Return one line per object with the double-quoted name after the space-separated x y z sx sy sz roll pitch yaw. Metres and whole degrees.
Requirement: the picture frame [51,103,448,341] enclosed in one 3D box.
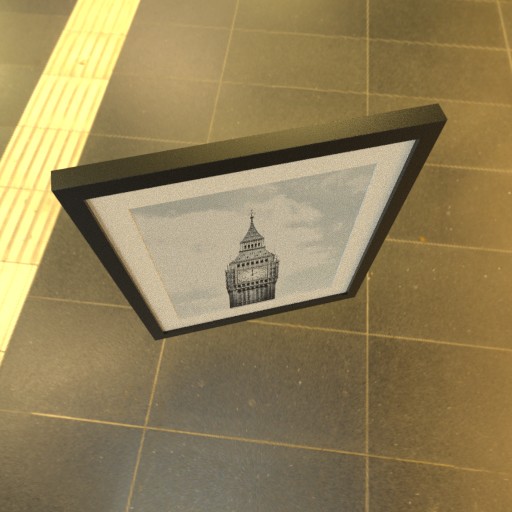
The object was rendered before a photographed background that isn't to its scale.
0.000 0.000 0.755 0.460 0.556 0.028 -11 63 -6 "picture frame"
